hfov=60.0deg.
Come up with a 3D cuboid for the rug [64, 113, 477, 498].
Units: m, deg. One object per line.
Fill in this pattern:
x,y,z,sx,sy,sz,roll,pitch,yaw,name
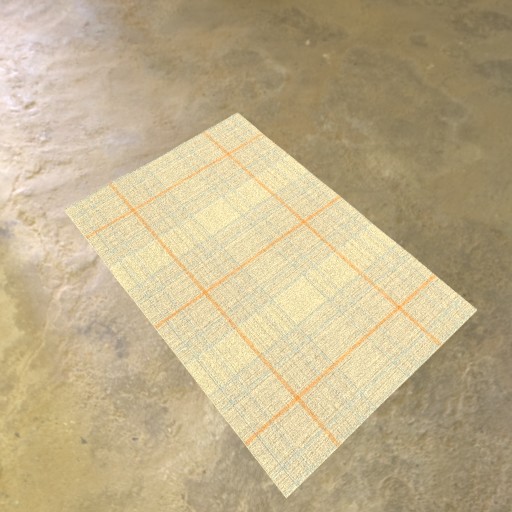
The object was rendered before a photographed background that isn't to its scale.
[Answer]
0.000,0.000,2.273,1.232,0.015,1.825,-35,64,-20,rug
